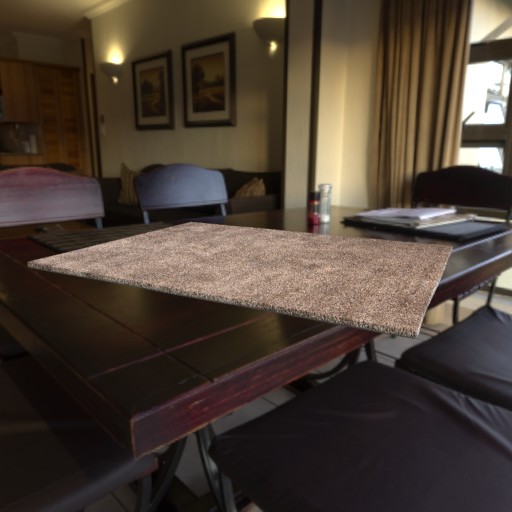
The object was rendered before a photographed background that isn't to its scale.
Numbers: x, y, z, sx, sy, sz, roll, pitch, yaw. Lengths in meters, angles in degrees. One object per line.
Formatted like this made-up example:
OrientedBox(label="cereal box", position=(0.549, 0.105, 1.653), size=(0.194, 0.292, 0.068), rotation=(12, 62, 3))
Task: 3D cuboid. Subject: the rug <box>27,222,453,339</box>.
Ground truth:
OrientedBox(label="rug", position=(0.000, 0.000, 2.063), size=(1.601, 0.025, 1.198), rotation=(7, 15, 27))
